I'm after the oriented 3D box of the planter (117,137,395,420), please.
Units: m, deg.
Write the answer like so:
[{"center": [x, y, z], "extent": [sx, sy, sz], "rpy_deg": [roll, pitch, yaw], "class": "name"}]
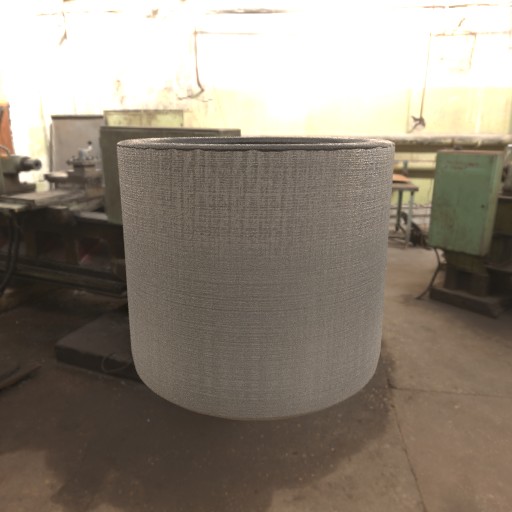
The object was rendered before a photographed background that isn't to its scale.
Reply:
[{"center": [0.000, 0.000, 0.220], "extent": [0.125, 0.112, 0.125], "rpy_deg": [0, 16, 0], "class": "planter"}]
